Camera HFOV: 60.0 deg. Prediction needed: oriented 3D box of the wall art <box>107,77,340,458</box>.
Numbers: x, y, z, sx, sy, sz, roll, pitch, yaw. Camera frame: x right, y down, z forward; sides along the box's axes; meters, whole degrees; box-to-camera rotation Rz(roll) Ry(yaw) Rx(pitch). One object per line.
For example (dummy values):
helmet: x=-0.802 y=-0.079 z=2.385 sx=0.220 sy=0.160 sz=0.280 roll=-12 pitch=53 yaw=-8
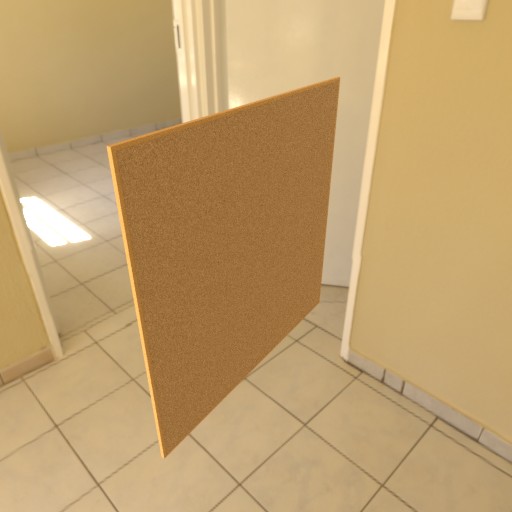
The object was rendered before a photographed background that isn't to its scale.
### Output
wall art: x=0.000 y=0.000 z=1.430 sx=0.013 sy=0.959 sz=0.962 roll=21 pitch=37 yaw=30
